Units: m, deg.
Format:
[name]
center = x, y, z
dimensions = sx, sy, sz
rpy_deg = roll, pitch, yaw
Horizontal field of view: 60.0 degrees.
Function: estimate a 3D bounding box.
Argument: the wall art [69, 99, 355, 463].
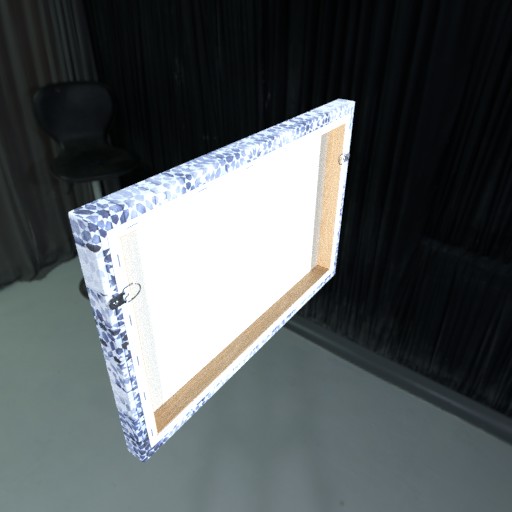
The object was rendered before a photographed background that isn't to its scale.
[wall art]
center = 0.000, 0.000, 1.142
dimensions = 0.057, 0.608, 0.911
rpy_deg = 21, 38, 30
